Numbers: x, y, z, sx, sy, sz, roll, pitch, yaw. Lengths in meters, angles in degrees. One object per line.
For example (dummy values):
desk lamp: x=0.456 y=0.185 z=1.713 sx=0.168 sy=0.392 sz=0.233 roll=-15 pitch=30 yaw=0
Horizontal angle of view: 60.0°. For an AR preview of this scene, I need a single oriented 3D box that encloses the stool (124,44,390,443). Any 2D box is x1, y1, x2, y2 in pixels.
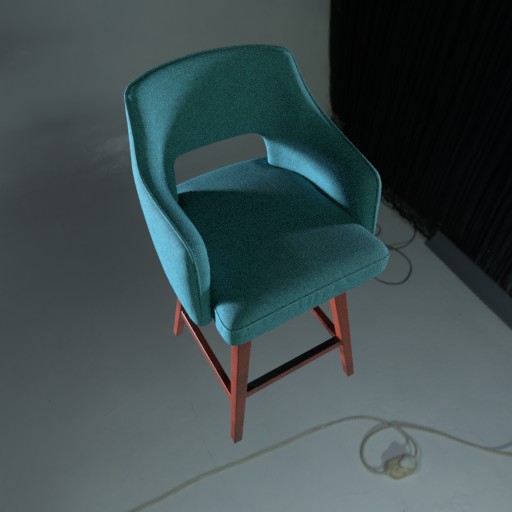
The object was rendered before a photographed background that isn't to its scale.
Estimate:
stool: x=0.000 y=0.000 z=1.265 sx=0.548 sy=0.961 sz=0.556 roll=-23 pitch=52 yaw=-20
